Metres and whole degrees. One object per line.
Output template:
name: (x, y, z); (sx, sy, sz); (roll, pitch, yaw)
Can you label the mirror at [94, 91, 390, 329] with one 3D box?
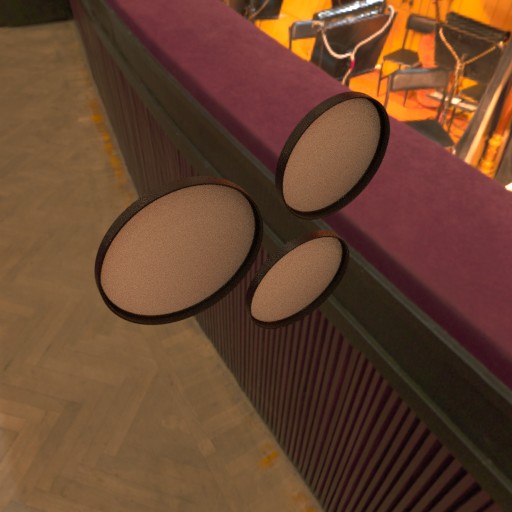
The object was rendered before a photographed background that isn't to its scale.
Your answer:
mirror: (0.000, 0.000, 3.195); (2.160, 2.096, 0.076); (-23, 50, -22)
